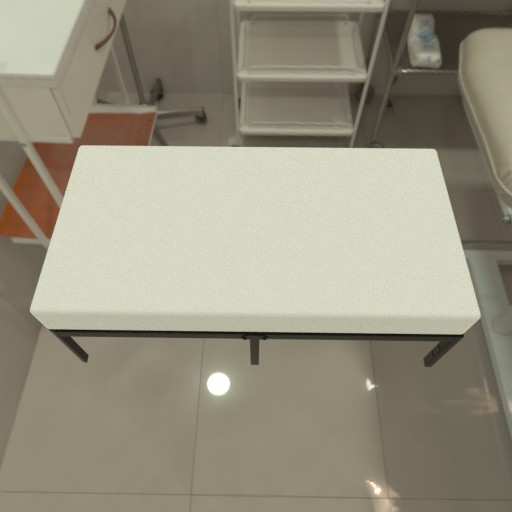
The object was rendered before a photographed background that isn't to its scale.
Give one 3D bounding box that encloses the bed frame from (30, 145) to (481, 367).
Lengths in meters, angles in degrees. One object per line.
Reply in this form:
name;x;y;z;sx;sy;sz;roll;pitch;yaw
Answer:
bed frame;0.000;0.000;2.428;1.950;0.659;1.023;1;59;0
